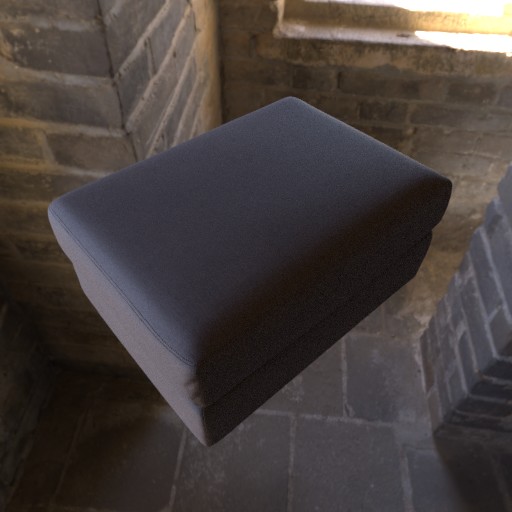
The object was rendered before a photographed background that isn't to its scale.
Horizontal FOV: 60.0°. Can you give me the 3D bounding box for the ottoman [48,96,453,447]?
[{"bbox_3d":[0.000,0.000,1.133,0.773,0.497,0.574,-32,55,-27],"label":"ottoman"}]
